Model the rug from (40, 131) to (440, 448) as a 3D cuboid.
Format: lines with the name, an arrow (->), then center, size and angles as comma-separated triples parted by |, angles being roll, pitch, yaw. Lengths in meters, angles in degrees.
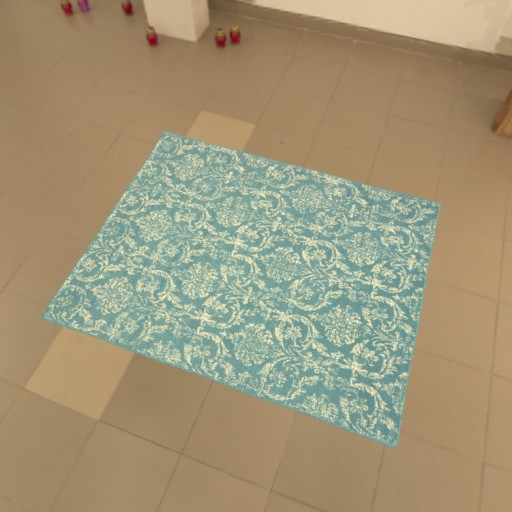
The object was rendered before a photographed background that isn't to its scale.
rug -> 0.000, 0.000, 4.008 | 2.980, 0.012, 2.363 | 17, 60, 10
